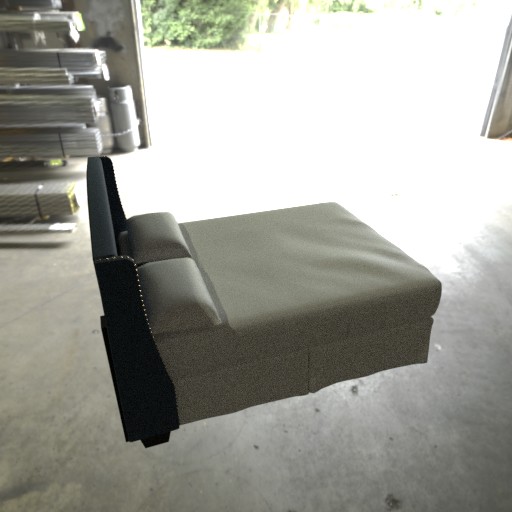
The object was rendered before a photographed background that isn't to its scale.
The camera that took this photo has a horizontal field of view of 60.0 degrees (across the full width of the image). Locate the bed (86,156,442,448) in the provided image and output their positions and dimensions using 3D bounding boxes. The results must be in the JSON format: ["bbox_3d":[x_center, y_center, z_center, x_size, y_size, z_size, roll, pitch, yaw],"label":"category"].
[{"bbox_3d":[0.000,0.000,3.337,2.237,1.407,1.710,-10,31,-17],"label":"bed"}]
